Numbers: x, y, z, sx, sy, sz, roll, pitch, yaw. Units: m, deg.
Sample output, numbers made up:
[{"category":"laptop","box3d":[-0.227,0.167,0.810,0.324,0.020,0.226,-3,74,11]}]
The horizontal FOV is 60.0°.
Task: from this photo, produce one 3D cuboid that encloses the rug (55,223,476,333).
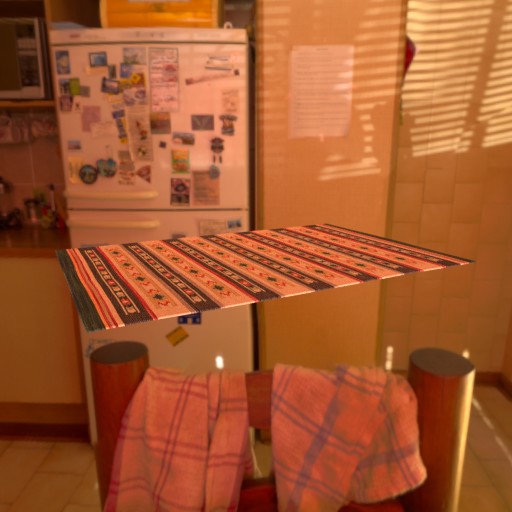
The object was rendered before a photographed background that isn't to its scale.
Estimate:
[{"category":"rug","box3d":[0.000,0.000,2.295,1.825,0.009,1.221,-7,16,-27]}]
